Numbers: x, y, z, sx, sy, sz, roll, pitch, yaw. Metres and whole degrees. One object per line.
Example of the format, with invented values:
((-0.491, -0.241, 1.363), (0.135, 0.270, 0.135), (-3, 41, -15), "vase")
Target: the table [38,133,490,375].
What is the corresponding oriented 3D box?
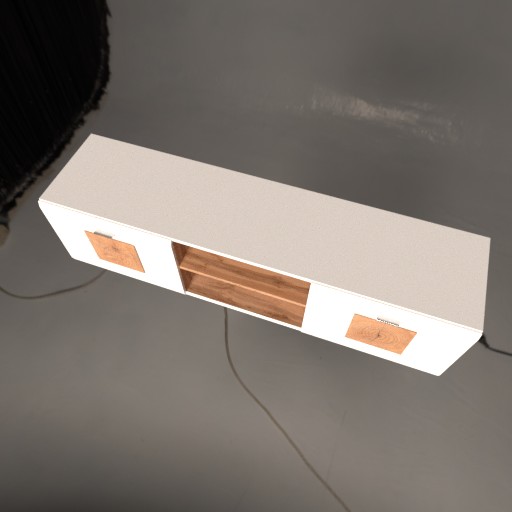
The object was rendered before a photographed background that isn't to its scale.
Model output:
((0.000, 0.000, 1.729), (1.550, 0.440, 0.400), (16, 59, 10), "table")
